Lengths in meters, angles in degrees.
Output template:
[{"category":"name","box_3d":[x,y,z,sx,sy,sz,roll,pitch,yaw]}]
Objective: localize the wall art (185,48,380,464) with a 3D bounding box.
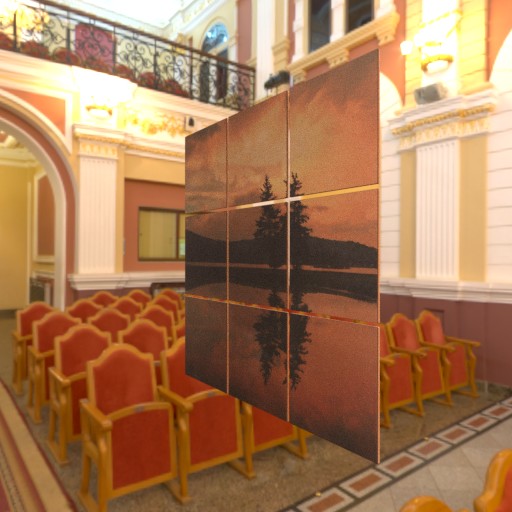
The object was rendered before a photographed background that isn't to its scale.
[{"category":"wall art","box_3d":[0.000,0.000,2.241,0.013,1.525,1.520,0,0,-36]}]
